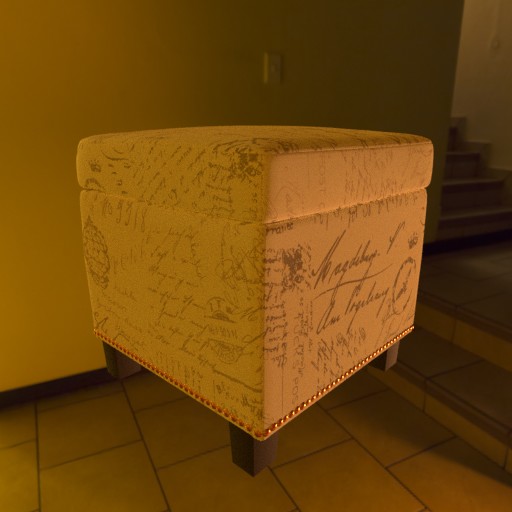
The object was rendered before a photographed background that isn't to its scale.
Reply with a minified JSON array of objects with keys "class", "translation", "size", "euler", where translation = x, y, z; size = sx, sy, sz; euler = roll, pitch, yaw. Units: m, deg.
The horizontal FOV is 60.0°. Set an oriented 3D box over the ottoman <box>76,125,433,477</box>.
[{"class":"ottoman","translation":[0.000,0.000,0.811],"size":[0.449,0.457,0.450],"euler":[15,22,41]}]
